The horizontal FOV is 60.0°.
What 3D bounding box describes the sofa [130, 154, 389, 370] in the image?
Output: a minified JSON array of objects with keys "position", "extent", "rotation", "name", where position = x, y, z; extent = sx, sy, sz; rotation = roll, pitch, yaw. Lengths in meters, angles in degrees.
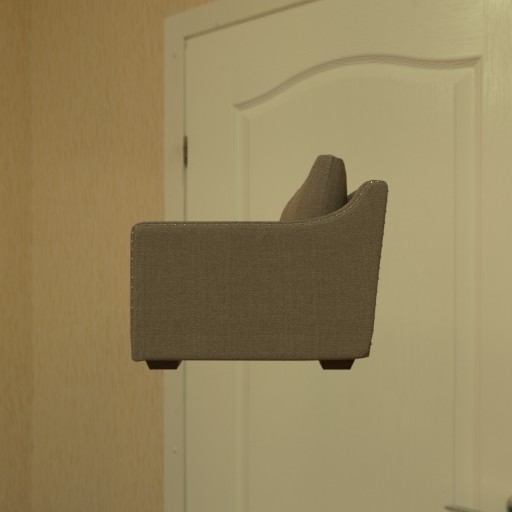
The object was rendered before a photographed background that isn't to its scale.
[{"position":[0.000,0.000,2.745],"extent":[1.000,0.857,2.208],"rotation":[0,0,0],"name":"sofa"}]
